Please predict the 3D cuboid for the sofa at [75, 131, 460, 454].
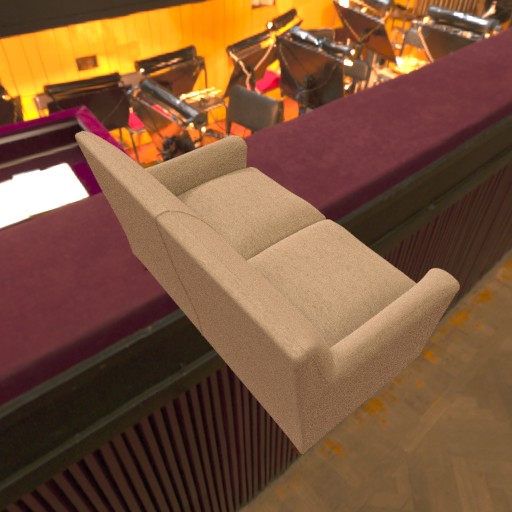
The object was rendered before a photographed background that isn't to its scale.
[{"bbox_3d":[0.000,0.000,2.010,0.891,0.892,1.482,-28,50,-26],"label":"sofa"}]
